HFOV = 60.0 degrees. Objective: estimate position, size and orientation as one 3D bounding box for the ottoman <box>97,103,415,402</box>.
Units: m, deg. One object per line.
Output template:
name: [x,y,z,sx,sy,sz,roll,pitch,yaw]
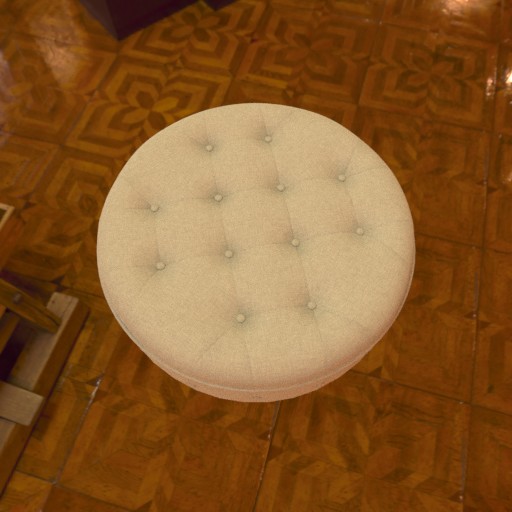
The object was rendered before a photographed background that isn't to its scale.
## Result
ottoman: [0.000,0.000,1.342,0.849,0.478,0.849,0,64,0]
